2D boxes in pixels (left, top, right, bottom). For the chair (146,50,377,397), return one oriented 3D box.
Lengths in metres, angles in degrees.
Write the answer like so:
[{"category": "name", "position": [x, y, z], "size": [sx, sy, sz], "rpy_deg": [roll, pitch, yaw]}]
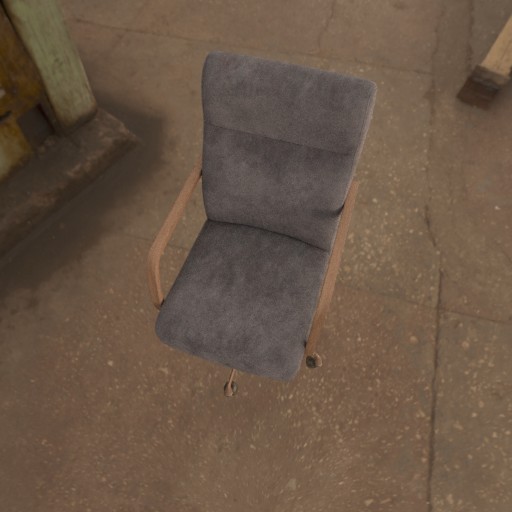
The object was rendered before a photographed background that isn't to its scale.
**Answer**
[{"category": "chair", "position": [0.000, 0.000, 1.499], "size": [0.640, 1.029, 0.741], "rpy_deg": [15, 59, 9]}]
